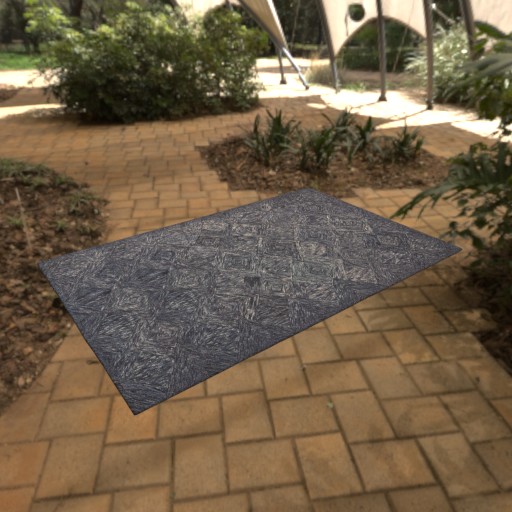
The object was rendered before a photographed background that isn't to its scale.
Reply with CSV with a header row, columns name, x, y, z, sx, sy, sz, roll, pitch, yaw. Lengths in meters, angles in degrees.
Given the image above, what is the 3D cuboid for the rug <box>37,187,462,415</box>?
name,x,y,z,sx,sy,sz,roll,pitch,yaw
rug,0.000,0.000,2.163,1.754,0.010,1.139,-20,34,-32
